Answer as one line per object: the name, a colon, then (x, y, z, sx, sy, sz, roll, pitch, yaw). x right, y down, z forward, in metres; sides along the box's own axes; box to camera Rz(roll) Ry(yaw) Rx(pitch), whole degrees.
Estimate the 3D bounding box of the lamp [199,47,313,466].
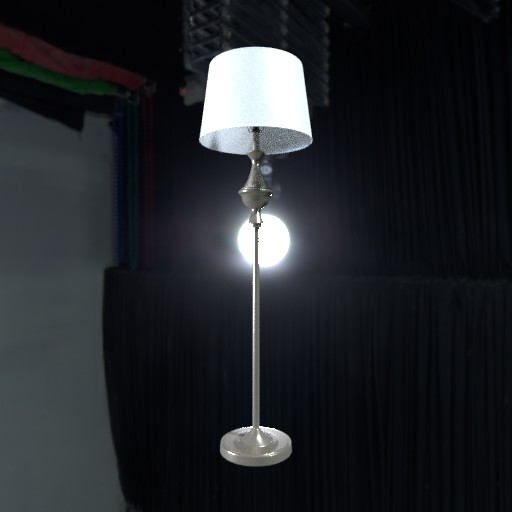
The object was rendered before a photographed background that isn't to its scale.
lamp: (0.000, 0.000, 1.700, 0.431, 1.488, 0.431, 0, 0, 0)
